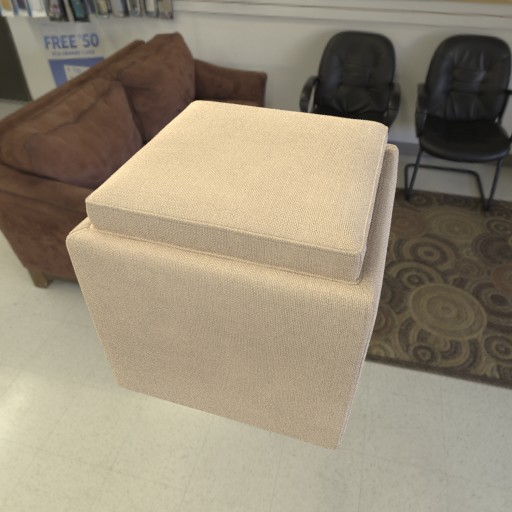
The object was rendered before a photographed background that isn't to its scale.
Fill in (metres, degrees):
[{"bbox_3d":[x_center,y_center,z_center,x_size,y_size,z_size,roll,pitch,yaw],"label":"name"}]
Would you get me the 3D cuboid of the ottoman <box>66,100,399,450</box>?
[{"bbox_3d":[0.000,0.000,0.834,0.451,0.460,0.450,12,42,13],"label":"ottoman"}]
